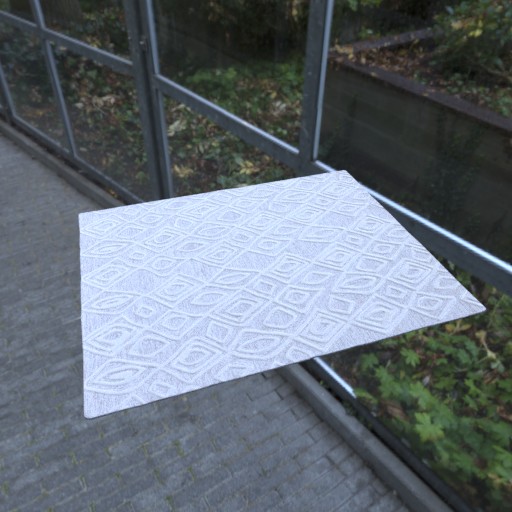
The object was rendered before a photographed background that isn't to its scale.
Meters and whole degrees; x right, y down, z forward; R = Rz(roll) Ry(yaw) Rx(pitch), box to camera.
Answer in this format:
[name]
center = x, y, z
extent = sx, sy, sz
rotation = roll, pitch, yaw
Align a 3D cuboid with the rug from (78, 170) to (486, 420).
[rug]
center = 0.000, 0.000, 4.025
extent = 3.049, 0.025, 2.449
rotation = -12, 40, -14
